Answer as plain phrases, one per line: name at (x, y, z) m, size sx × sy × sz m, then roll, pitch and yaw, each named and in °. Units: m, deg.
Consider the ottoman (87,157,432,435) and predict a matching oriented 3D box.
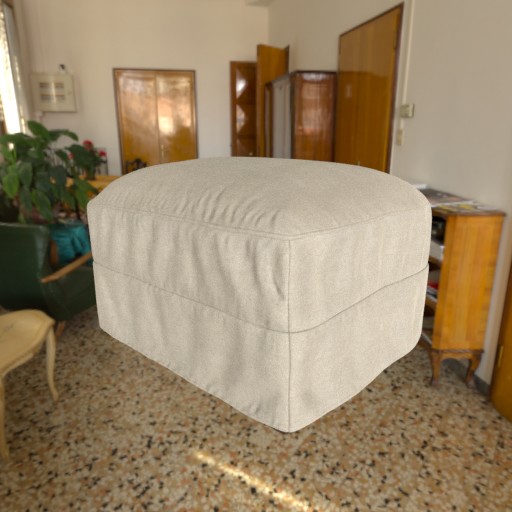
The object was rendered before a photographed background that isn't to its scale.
ottoman at (0.000, 0.000, 1.109) m, size 0.712 × 0.480 × 0.584 m, roll 15°, pitch 22°, yaw 41°
